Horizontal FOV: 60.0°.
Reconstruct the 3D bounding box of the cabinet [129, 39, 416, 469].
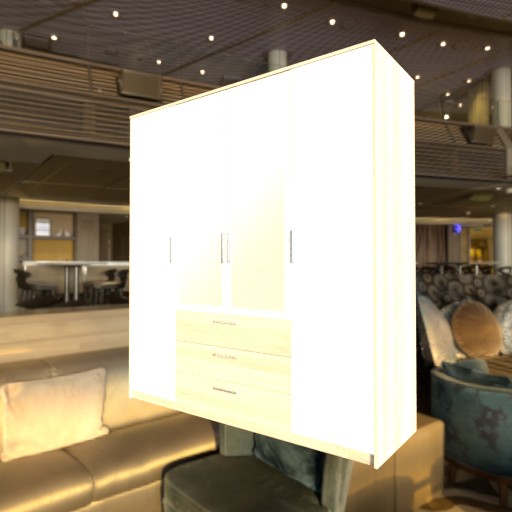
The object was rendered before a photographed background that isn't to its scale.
[{"bbox_3d":[0.000,0.000,2.913,1.870,2.060,0.620,-1,-1,37],"label":"cabinet"}]
